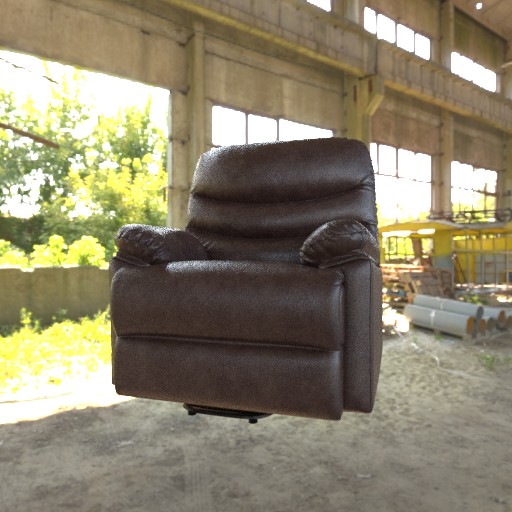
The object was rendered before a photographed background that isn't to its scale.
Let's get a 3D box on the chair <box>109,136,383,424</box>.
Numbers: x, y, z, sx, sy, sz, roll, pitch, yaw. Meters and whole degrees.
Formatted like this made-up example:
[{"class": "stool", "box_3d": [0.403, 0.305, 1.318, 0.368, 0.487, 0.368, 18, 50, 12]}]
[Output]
[{"class": "chair", "box_3d": [0.000, 0.000, 1.743, 0.940, 1.041, 0.879, 0, 0, 18]}]
